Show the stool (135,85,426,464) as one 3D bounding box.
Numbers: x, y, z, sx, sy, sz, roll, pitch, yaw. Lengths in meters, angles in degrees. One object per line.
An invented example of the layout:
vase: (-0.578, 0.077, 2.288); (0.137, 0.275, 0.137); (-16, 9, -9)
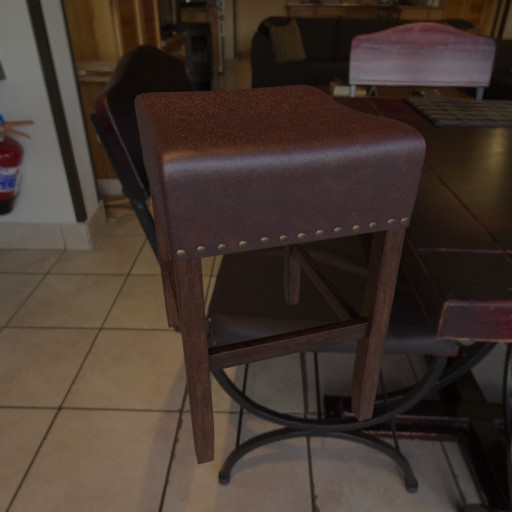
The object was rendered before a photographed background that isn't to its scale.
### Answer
stool: (0.000, 0.000, 0.933); (0.397, 0.608, 0.465); (-9, 31, -15)
